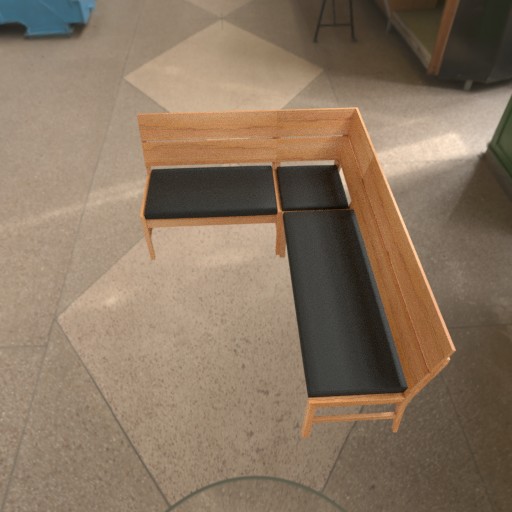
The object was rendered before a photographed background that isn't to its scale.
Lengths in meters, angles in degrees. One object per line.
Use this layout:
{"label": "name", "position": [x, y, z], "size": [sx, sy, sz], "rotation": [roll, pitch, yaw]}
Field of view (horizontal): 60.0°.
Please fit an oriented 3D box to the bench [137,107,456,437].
{"label": "bench", "position": [0.000, 0.000, 2.777], "size": [1.548, 0.890, 1.948], "rotation": [-2, 48, -2]}
